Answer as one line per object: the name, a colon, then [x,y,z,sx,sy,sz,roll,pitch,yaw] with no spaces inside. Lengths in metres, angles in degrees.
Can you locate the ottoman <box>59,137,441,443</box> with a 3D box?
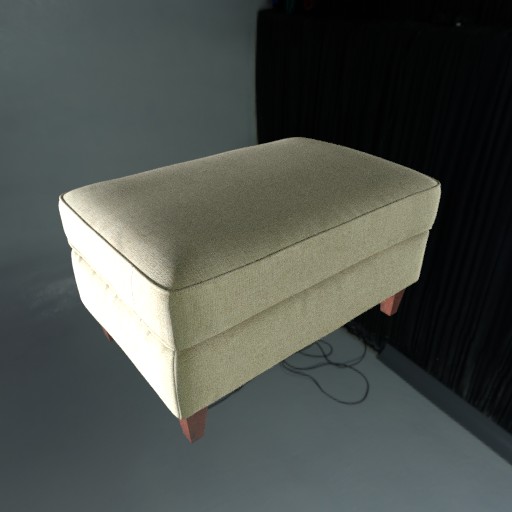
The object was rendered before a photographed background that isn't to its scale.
ottoman: [0.000,0.000,1.247,0.862,0.484,0.583,-23,38,-33]
